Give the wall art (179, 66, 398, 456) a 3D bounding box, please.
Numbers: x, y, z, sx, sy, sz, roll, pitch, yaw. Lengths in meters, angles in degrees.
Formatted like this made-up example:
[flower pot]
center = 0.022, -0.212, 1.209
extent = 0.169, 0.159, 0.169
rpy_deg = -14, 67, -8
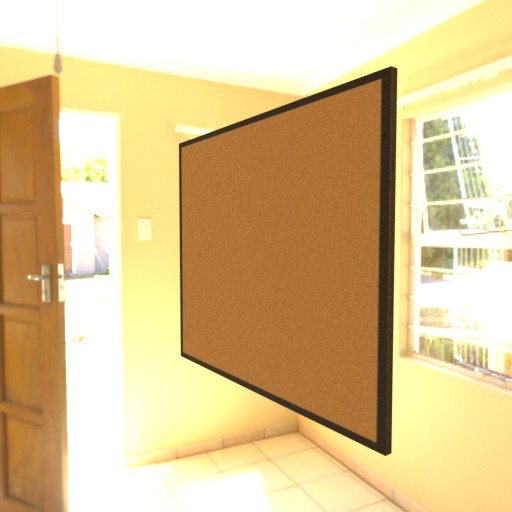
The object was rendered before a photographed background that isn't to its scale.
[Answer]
[wall art]
center = 0.000, 0.000, 1.415
extent = 0.023, 0.875, 1.033
rpy_deg = -2, 3, -36
